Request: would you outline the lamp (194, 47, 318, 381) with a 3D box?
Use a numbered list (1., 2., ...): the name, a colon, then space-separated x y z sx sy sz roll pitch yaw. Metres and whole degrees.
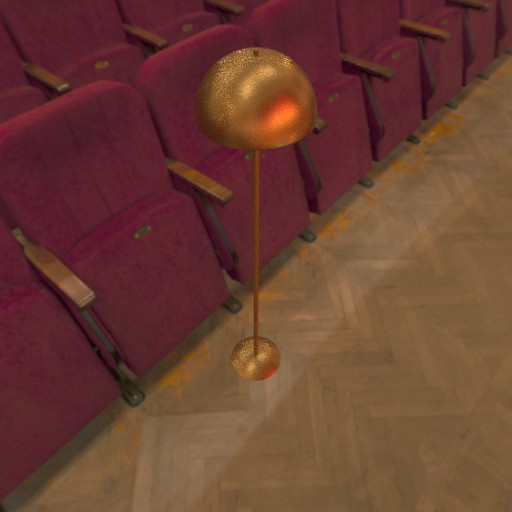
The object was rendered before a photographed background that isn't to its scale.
1. lamp: 0.000 0.000 1.611 0.328 1.480 0.328 33 56 26
